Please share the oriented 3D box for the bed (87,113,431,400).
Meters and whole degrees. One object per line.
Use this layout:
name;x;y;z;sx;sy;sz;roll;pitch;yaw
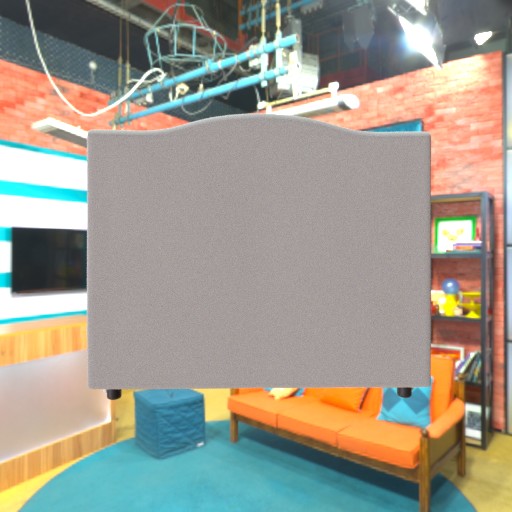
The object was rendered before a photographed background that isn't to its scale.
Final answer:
bed;0.000;0.000;3.289;1.753;1.460;2.143;0;0;-1
